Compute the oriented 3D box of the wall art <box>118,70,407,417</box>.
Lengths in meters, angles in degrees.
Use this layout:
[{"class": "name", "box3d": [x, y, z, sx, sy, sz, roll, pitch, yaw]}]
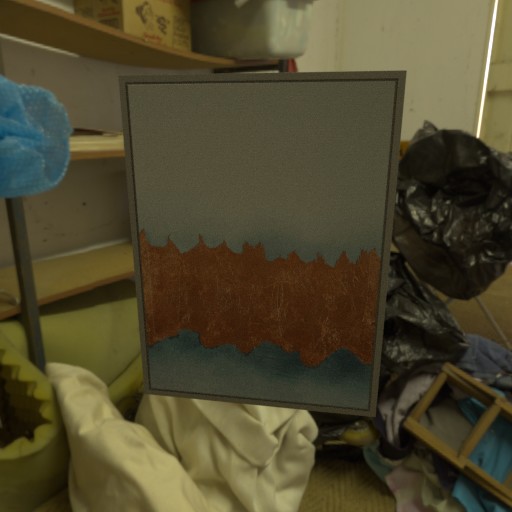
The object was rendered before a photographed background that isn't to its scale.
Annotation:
[{"class": "wall art", "box3d": [0.000, 0.000, 1.362, 0.789, 1.042, 0.034, 3, 17, 9]}]
